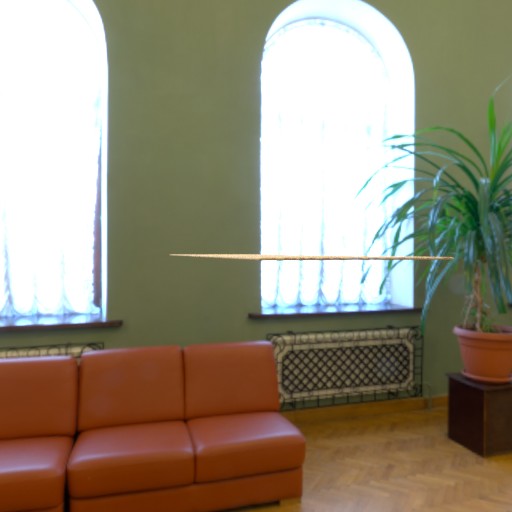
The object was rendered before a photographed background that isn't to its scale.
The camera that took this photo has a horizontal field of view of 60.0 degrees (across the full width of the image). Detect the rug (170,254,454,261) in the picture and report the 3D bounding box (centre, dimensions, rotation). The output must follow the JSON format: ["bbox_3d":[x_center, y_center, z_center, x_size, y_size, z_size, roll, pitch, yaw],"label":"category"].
[{"bbox_3d":[0.000,0.000,2.664,0.750,0.009,2.435,0,0,-18],"label":"rug"}]
